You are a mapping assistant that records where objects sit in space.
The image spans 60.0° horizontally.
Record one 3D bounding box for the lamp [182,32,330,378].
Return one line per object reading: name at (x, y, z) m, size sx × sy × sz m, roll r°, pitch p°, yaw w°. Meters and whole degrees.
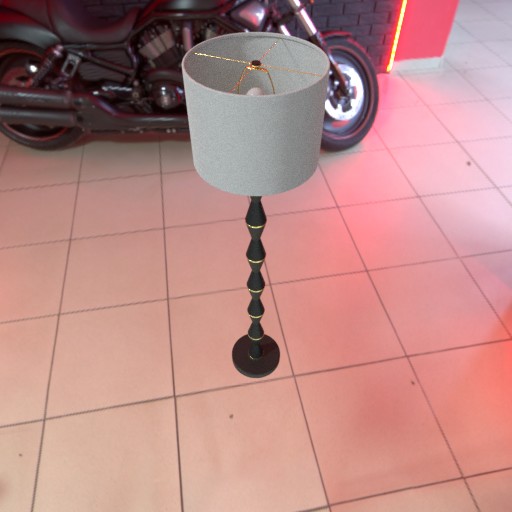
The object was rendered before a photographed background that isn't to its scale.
lamp at (0.000, 0.000, 1.683) m, size 0.381 × 1.480 × 0.381 m, roll 17°, pitch 49°, yaw 15°
